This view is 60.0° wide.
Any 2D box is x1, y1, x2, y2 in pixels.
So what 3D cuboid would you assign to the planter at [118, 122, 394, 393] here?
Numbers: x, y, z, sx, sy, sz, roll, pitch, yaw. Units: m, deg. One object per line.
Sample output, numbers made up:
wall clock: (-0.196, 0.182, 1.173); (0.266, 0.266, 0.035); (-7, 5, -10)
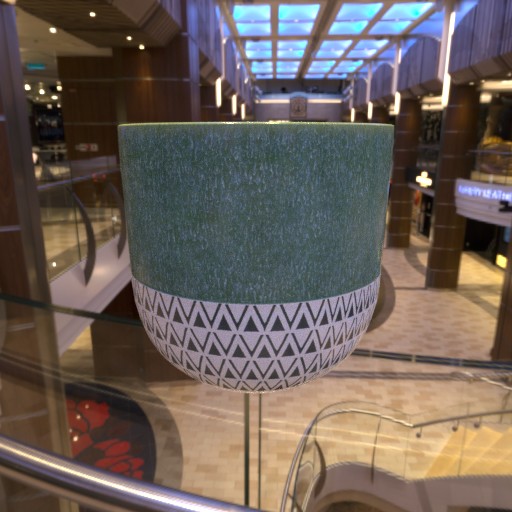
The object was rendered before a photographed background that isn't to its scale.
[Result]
planter: (0.000, 0.000, 0.479); (0.266, 0.270, 0.266); (0, 15, 0)
